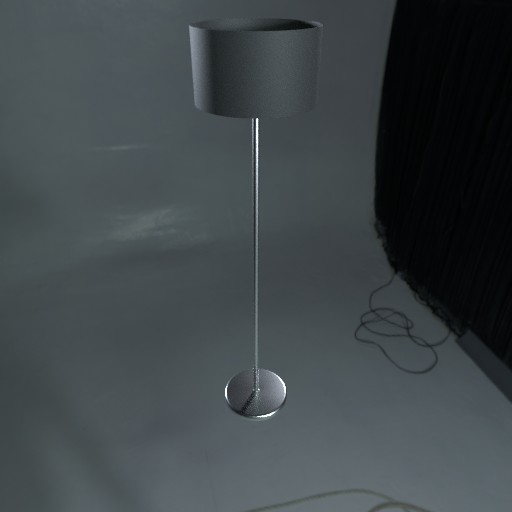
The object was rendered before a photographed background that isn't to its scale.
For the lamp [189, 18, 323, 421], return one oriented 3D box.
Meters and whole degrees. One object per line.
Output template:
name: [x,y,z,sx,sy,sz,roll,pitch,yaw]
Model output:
lamp: [0.000,0.000,1.550,0.348,1.443,0.348,-10,34,-16]
